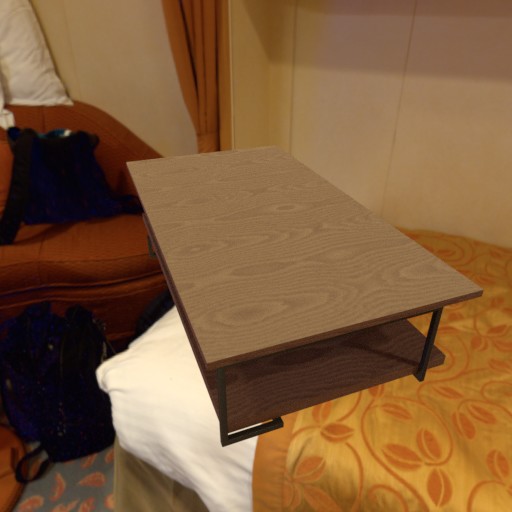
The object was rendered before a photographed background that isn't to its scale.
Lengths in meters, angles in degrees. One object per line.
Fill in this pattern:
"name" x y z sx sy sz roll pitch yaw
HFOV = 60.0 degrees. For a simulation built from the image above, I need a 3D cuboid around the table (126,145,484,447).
"table" 0.000 0.000 1.475 0.651 0.347 1.197 -11 32 -18
